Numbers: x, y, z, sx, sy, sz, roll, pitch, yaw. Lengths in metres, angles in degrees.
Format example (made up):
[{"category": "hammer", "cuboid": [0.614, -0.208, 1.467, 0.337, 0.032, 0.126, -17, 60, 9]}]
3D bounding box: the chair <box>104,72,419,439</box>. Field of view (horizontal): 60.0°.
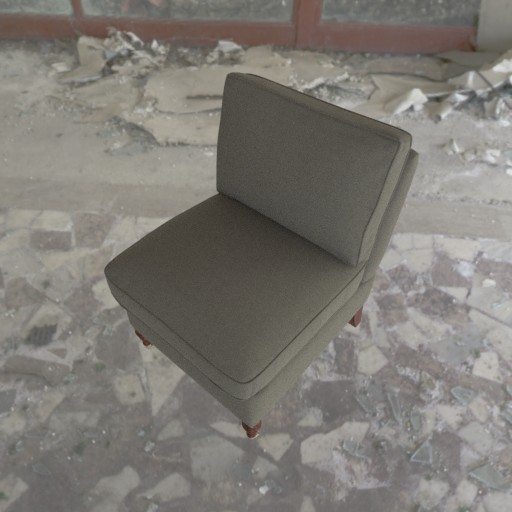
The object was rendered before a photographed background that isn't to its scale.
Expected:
[{"category": "chair", "cuboid": [0.000, 0.000, 1.678, 0.724, 1.045, 0.924, 32, 54, 27]}]
